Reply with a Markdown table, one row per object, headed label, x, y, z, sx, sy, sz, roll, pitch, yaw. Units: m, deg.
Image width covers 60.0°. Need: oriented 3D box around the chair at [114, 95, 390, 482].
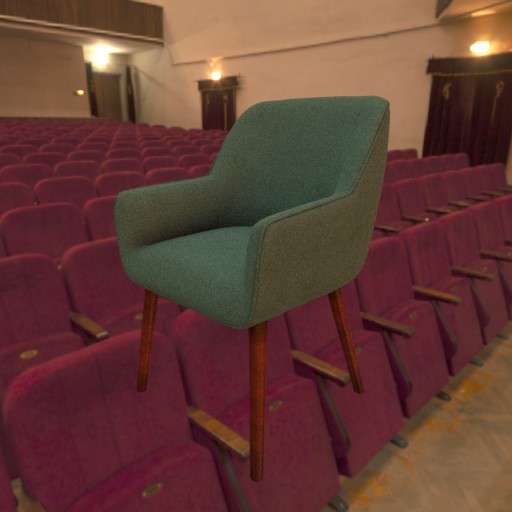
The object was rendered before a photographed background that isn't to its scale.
| label | x | y | z | sx | sy | sz | roll | pitch | yaw |
| --- | --- | --- | --- | --- | --- | --- | --- | --- | --- |
| chair | 0.000 | 0.000 | 1.163 | 0.543 | 0.803 | 0.519 | 16 | 23 | 43 |
